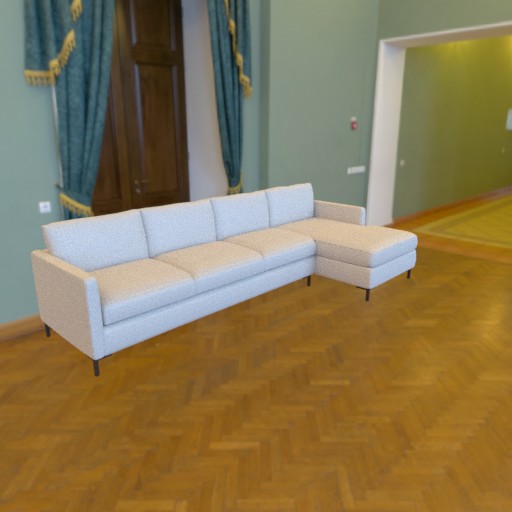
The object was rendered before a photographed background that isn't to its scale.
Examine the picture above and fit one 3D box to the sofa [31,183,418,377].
[{"bbox_3d":[0.000,0.000,3.255,1.258,0.755,2.731,16,23,42],"label":"sofa"}]
